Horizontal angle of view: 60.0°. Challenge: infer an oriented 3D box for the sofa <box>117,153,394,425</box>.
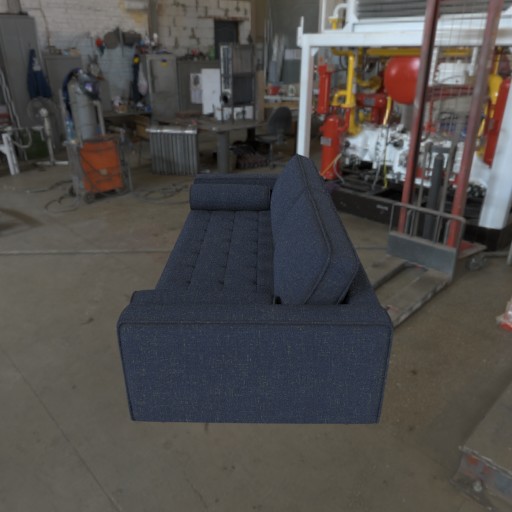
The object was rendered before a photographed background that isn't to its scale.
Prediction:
[{"bbox_3d":[0.000,0.000,2.323,0.914,0.762,1.880,0,25,1],"label":"sofa"}]
